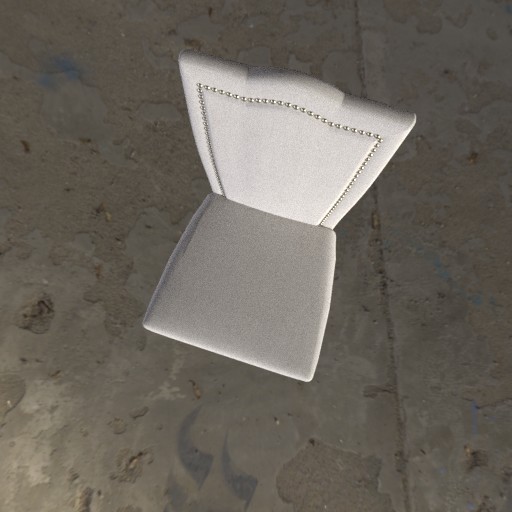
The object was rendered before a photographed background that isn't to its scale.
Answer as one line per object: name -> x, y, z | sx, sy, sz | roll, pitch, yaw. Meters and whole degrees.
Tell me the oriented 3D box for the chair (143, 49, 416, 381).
chair -> 0.000, 0.000, 1.265 | 0.518, 0.946, 0.589 | 17, 78, 4
